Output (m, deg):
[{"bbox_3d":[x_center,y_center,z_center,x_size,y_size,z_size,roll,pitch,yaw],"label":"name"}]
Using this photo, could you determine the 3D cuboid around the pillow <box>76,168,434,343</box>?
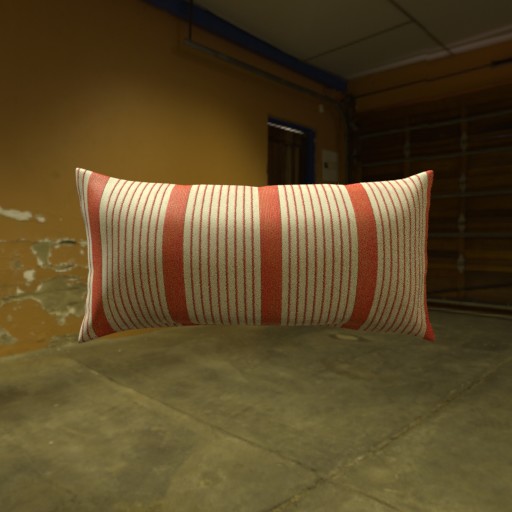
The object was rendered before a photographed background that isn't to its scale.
[{"bbox_3d":[0.000,0.000,0.750,0.608,0.297,0.151,0,1,0],"label":"pillow"}]
